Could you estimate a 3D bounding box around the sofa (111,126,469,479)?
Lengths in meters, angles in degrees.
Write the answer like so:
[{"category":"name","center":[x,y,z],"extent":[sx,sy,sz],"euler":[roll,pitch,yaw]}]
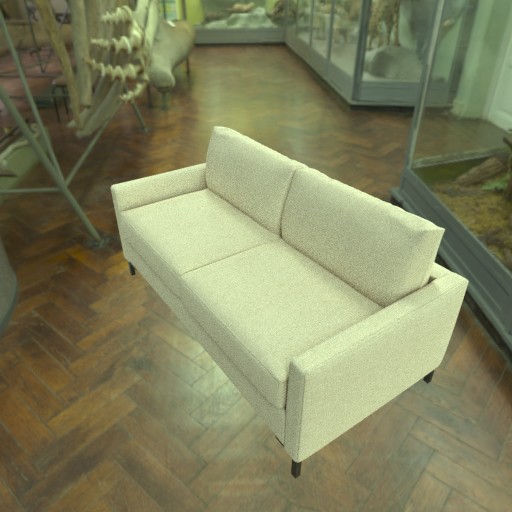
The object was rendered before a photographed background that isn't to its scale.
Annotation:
[{"category":"sofa","center":[0.000,0.000,2.110],"extent":[0.839,0.812,1.651],"euler":[-21,39,-29]}]
